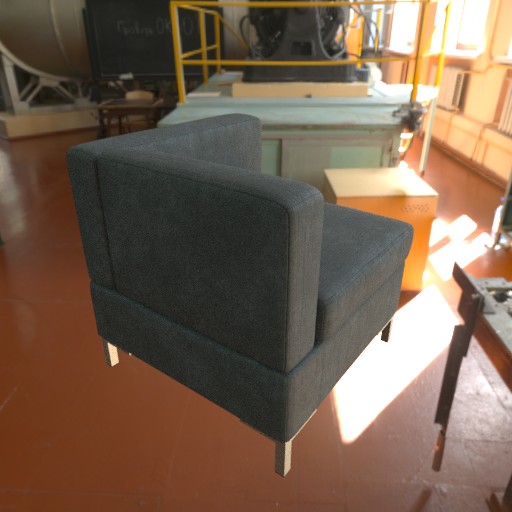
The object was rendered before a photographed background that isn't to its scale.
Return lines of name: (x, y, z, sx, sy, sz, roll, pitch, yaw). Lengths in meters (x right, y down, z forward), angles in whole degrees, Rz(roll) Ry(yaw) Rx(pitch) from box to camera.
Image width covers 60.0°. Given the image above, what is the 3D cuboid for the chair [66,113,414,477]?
chair: (0.000, 0.000, 1.245, 0.680, 0.660, 0.680, 19, 32, 32)
